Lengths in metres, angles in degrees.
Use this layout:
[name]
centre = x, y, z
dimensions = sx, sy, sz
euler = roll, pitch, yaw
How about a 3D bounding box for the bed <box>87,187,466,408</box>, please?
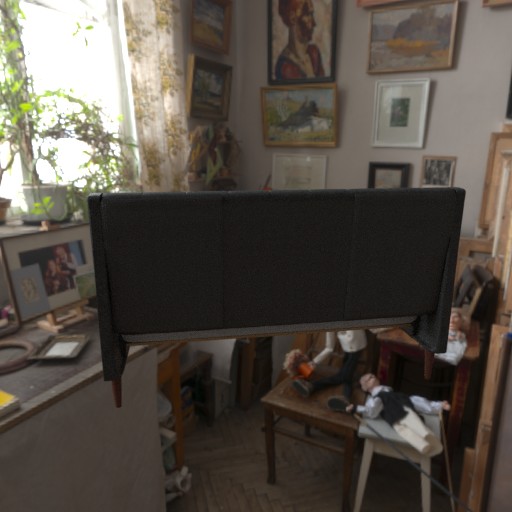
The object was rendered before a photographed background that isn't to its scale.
[bed]
centre = 0.000, 0.000, 3.262
dimensions = 1.903, 1.158, 2.031
euler = -2, 14, -9
